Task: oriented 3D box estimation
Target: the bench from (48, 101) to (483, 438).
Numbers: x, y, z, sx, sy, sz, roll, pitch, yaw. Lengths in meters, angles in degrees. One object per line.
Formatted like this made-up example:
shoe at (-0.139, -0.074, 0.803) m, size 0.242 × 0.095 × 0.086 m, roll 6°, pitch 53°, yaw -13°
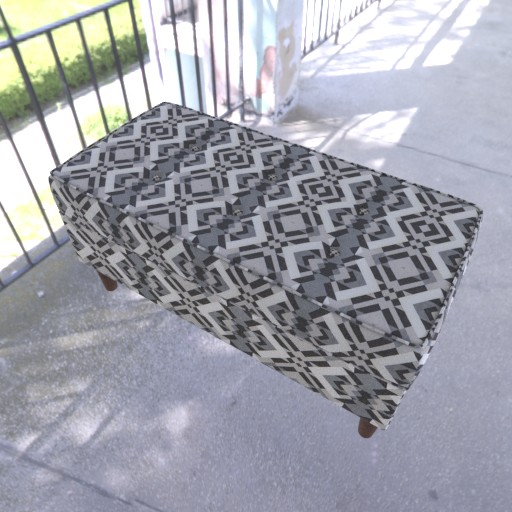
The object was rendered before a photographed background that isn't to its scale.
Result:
bench at (0.000, 0.000, 1.261) m, size 1.016 × 0.477 × 0.492 m, roll 25°, pitch 51°, yaw 22°
